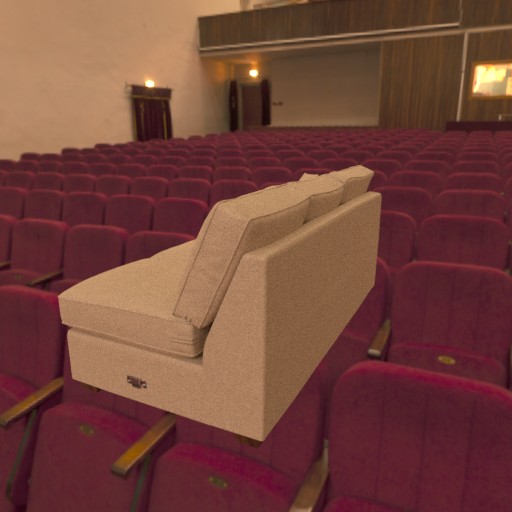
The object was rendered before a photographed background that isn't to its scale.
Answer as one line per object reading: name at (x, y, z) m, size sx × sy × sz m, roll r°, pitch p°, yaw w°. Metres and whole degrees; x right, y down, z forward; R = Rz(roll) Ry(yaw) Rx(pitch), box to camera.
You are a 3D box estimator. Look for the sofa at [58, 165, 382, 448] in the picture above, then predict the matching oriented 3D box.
sofa at (0.000, 0.000, 2.562) m, size 1.034 × 0.946 × 1.962 m, roll 8°, pitch 17°, yaw 25°
